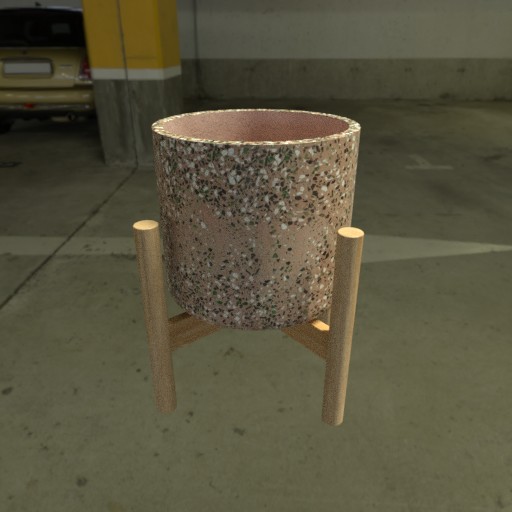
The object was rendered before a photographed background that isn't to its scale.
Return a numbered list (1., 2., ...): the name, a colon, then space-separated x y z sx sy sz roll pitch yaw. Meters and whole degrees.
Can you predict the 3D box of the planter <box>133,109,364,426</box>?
1. planter: 0.000 0.000 0.550 0.284 0.320 0.284 -8 27 -15
